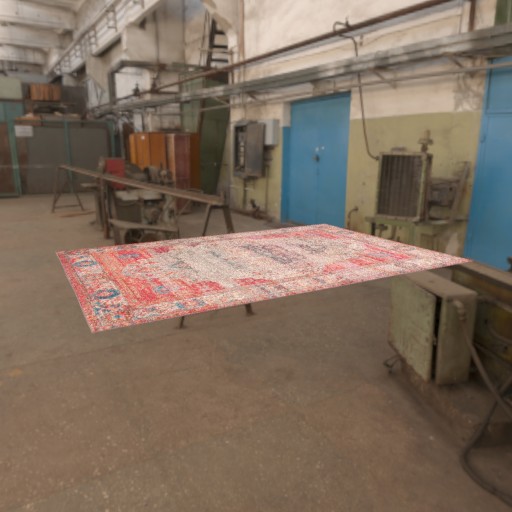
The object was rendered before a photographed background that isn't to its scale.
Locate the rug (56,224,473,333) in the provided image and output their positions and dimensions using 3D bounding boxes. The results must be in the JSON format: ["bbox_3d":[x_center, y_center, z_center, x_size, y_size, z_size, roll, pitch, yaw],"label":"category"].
[{"bbox_3d":[0.000,0.000,2.322,1.829,0.006,1.219,-8,16,-28],"label":"rug"}]
